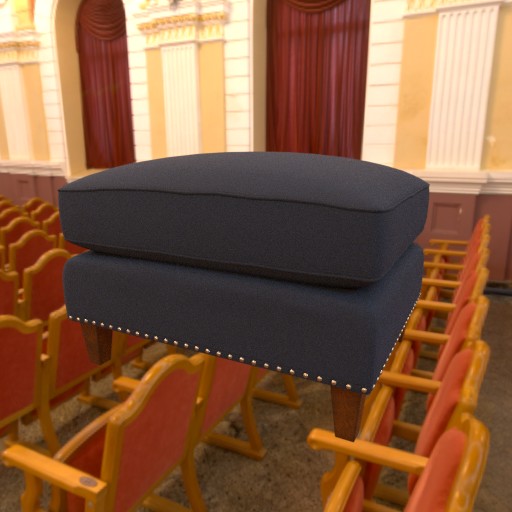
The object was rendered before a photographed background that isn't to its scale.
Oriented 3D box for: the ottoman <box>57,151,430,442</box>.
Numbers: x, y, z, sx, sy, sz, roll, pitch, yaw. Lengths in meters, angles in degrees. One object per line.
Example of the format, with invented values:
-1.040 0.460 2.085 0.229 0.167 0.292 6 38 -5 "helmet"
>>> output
0.000 0.000 1.117 0.741 0.513 0.584 7 16 27 "ottoman"
